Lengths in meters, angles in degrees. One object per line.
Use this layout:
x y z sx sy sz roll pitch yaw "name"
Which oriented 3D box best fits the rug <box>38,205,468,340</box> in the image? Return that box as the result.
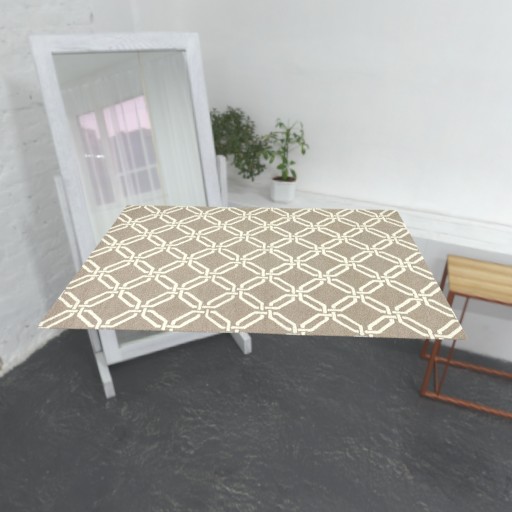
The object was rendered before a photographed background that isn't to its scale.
0.000 0.000 4.548 3.419 0.020 2.441 1 30 2 "rug"
